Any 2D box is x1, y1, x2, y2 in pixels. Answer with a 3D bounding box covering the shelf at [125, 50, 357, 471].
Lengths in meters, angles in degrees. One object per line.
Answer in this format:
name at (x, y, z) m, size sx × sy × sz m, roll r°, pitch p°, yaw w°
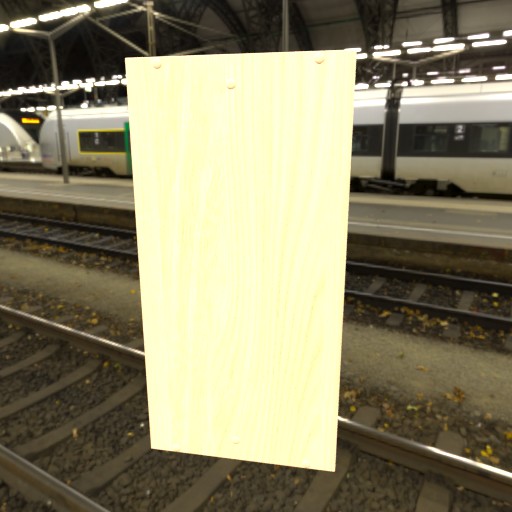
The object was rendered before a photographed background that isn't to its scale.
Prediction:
shelf at (0.000, 0.000, 0.766) m, size 0.297 × 0.594 × 0.290 m, roll 3°, pitch 14°, yaw 10°
